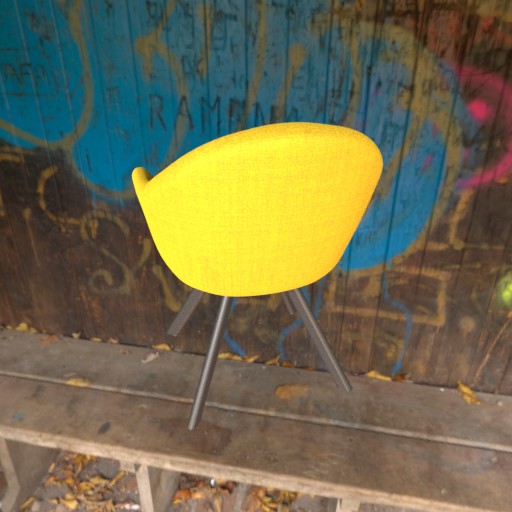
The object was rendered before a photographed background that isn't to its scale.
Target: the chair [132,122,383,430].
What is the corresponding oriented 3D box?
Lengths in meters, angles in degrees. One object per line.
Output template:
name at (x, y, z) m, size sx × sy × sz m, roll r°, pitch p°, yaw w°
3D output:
chair at (0.000, 0.000, 1.214) m, size 0.590 × 0.795 × 0.550 m, roll -8°, pitch 29°, yaw -15°
